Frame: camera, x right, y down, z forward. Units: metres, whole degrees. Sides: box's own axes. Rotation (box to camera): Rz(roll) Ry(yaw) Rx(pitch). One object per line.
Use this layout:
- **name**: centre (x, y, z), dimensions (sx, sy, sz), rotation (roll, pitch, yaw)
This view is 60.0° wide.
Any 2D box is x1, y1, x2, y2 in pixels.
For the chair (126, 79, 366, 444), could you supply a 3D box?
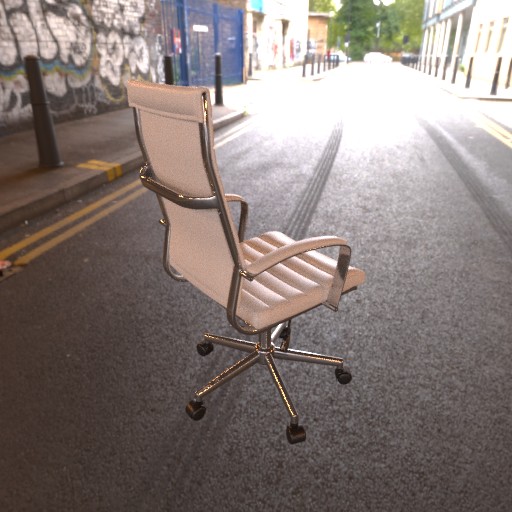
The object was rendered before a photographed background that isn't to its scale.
- **chair**: centre (0.000, 0.000, 1.542), dimensions (0.679, 1.149, 0.679), rotation (-17, 30, -33)
